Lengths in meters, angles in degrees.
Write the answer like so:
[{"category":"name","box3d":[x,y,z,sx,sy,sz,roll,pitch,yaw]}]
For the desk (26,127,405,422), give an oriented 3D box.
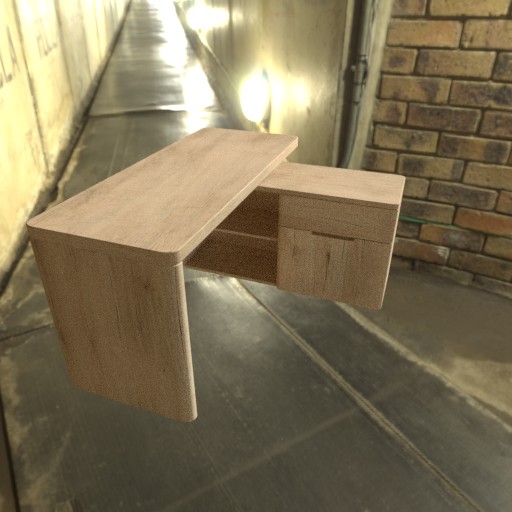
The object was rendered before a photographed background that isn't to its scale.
[{"category":"desk","box3d":[0.000,0.000,2.074,1.175,0.770,1.400,11,32,18]}]
